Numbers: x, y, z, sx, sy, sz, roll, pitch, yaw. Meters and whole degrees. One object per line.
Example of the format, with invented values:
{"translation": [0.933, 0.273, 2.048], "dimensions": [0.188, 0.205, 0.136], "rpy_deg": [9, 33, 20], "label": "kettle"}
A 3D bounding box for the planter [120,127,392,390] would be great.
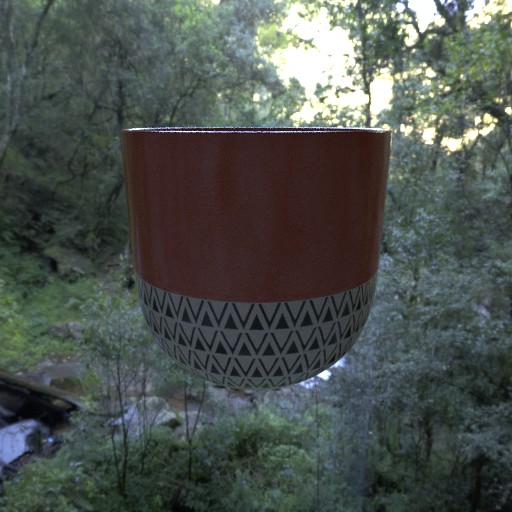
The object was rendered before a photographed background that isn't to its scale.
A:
{"translation": [0.000, 0.000, 0.490], "dimensions": [0.266, 0.270, 0.266], "rpy_deg": [0, 17, 0], "label": "planter"}
